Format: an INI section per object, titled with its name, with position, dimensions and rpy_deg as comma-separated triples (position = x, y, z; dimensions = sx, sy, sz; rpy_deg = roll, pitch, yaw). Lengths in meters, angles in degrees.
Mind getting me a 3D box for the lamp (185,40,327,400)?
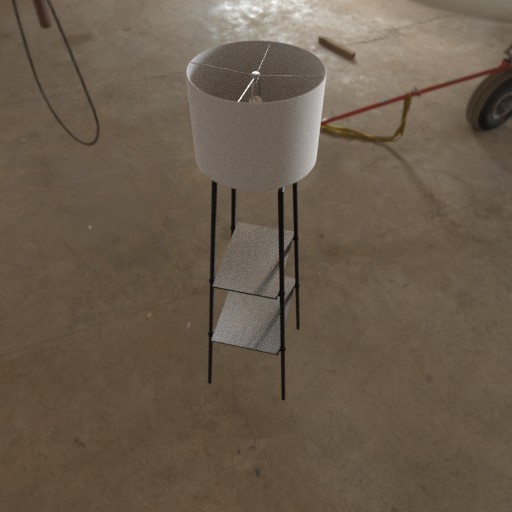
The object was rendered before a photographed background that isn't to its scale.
[lamp]
position = 0.000, 0.000, 1.725
dimensions = 0.384, 1.474, 0.427
rpy_deg = 10, 48, 9
